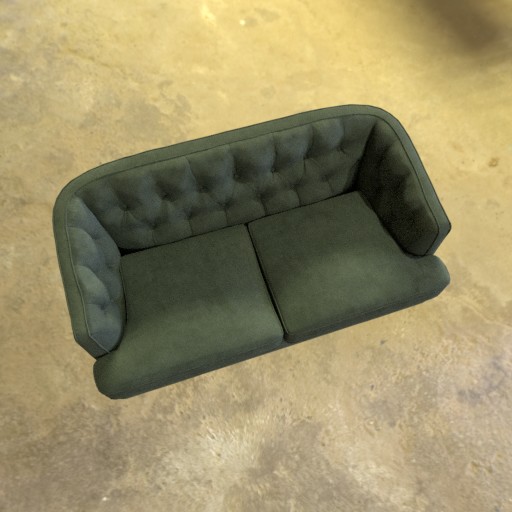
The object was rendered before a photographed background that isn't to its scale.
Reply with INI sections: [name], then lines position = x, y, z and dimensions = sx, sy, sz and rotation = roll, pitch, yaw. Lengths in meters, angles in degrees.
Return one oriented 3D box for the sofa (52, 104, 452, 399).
[sofa]
position = 0.000, 0.000, 2.241
dimensions = 1.733, 0.855, 0.941
rotation = -16, 65, -8
